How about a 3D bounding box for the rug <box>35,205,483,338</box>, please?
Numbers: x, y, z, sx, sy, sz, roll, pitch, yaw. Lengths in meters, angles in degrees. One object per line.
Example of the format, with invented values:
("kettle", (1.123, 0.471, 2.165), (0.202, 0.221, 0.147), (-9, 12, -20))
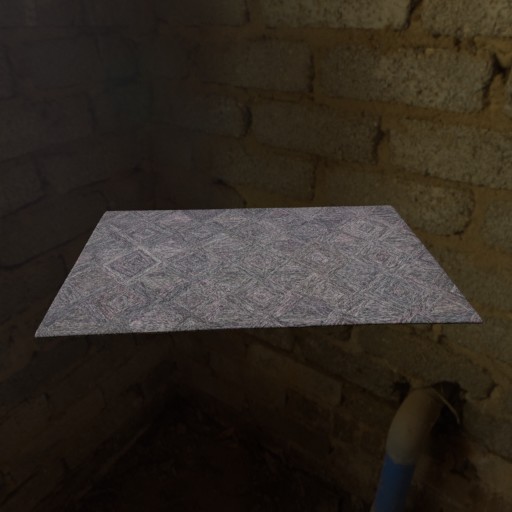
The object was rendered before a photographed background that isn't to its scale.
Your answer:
("rug", (0.000, 0.000, 2.210), (1.752, 0.013, 1.158), (-2, 30, -3))
